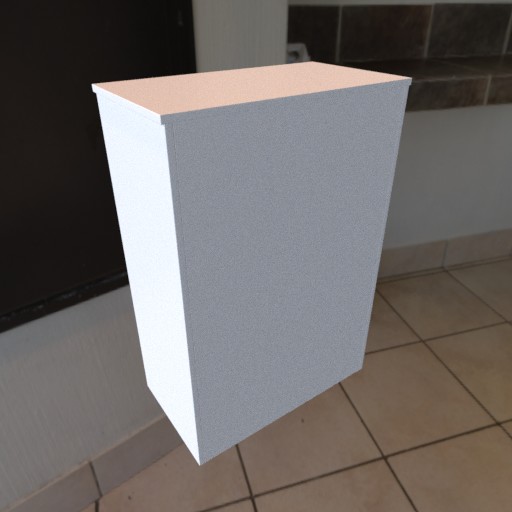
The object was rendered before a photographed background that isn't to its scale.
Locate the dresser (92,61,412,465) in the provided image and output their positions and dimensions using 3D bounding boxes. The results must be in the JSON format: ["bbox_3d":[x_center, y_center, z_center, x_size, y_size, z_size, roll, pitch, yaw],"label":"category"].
[{"bbox_3d":[0.000,0.000,1.369,0.704,1.021,0.401,-20,36,-30],"label":"dresser"}]
